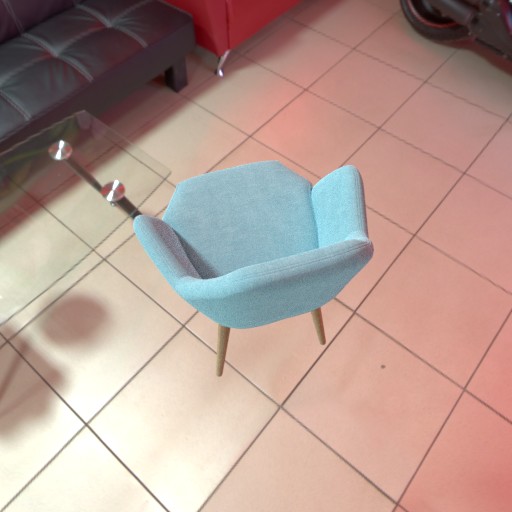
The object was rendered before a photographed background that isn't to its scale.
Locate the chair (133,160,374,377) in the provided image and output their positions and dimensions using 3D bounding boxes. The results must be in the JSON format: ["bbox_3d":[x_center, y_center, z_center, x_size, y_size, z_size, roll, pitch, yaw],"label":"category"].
[{"bbox_3d":[0.000,0.000,1.266,0.590,0.840,0.610,-15,60,-9],"label":"chair"}]
